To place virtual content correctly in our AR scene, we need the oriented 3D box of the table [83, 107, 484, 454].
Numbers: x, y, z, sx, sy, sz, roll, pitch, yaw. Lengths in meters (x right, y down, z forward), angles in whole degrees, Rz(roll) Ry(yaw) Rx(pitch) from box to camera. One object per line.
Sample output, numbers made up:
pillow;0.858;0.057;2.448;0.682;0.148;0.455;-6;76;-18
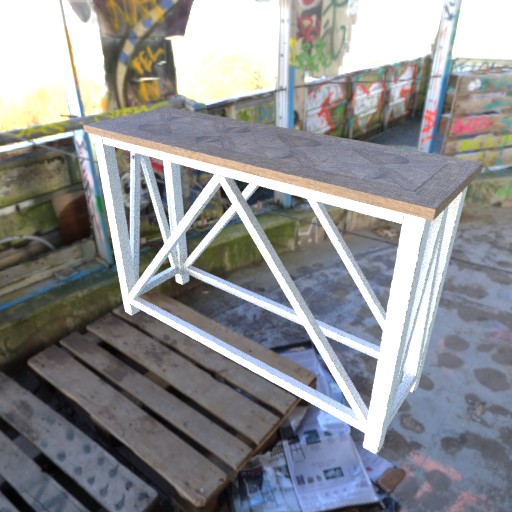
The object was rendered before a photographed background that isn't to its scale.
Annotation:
table;0.000;0.000;1.791;1.400;0.930;0.450;21;35;32
